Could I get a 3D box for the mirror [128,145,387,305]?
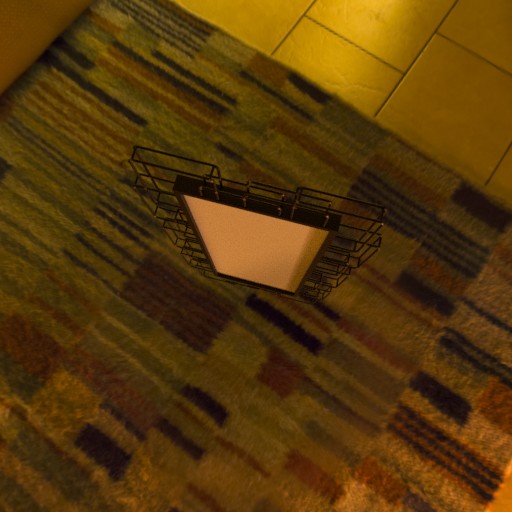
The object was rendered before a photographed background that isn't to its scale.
[{"bbox_3d":[0.000,0.000,1.406,0.565,1.192,0.037,15,77,3],"label":"mirror"}]
